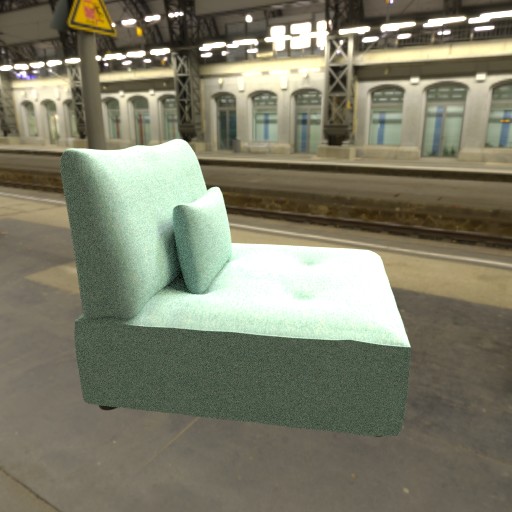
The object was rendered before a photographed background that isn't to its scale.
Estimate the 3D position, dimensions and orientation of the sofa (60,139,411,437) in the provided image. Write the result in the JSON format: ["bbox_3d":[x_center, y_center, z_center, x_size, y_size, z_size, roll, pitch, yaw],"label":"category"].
[{"bbox_3d":[0.000,0.000,1.663,1.000,0.820,0.930,3,17,9],"label":"sofa"}]
